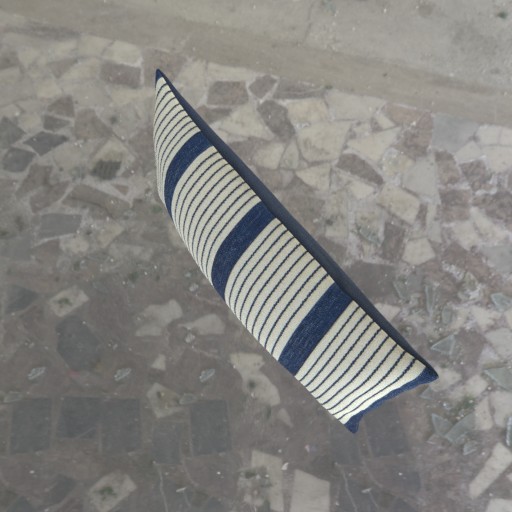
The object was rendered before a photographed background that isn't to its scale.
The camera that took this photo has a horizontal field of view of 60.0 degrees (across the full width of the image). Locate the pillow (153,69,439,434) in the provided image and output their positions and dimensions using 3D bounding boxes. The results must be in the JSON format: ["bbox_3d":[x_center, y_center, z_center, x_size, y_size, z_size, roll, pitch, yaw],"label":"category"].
[{"bbox_3d":[0.000,0.000,0.721,0.156,0.292,0.608,-34,68,-16],"label":"pillow"}]
